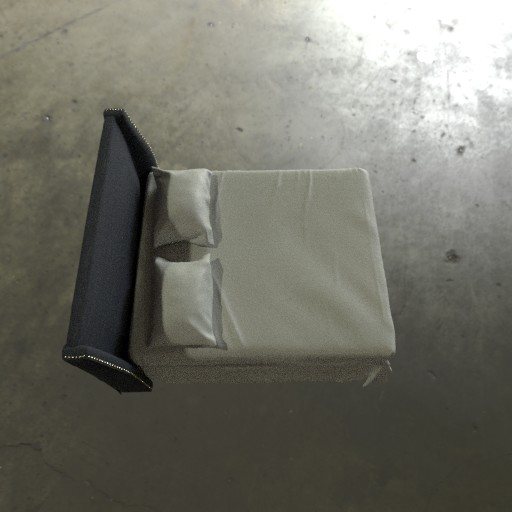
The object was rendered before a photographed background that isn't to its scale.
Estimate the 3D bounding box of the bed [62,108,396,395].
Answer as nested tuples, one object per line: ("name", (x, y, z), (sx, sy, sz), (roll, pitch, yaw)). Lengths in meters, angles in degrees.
("bed", (0.000, 0.000, 3.520), (2.276, 1.332, 1.925), (-1, 64, 0))
